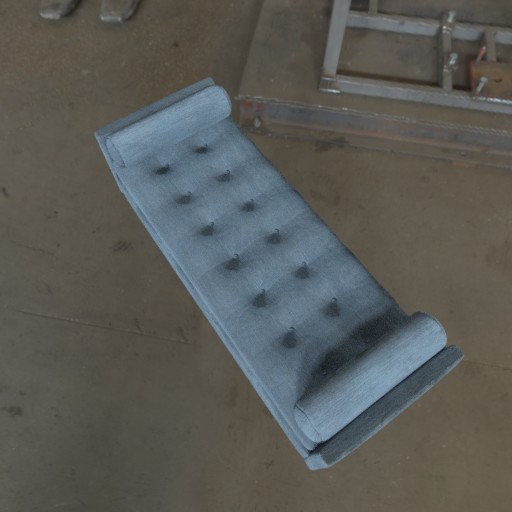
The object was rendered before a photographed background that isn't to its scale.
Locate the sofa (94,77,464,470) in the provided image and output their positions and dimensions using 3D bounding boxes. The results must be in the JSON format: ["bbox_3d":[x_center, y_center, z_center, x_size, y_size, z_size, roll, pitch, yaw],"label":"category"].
[{"bbox_3d":[0.000,0.000,2.456,0.796,0.705,2.102,-32,67,-15],"label":"sofa"}]
